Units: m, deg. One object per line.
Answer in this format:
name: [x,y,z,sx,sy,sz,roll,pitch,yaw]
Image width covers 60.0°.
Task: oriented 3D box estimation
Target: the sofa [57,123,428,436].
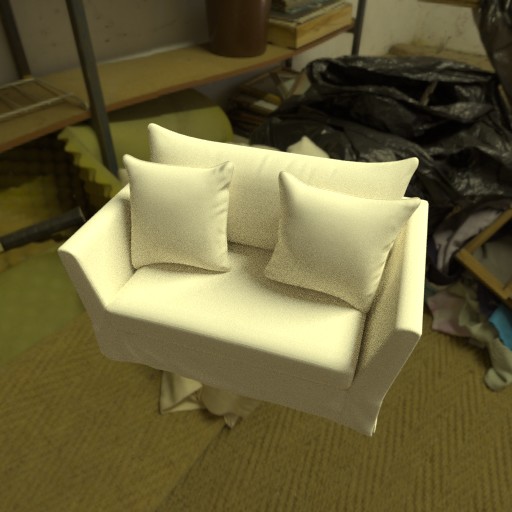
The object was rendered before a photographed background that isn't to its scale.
sofa: [0.000,0.000,2.317,1.608,1.039,1.026,12,41,14]
